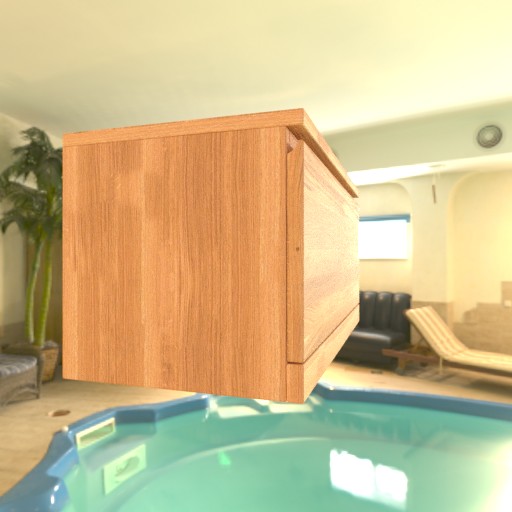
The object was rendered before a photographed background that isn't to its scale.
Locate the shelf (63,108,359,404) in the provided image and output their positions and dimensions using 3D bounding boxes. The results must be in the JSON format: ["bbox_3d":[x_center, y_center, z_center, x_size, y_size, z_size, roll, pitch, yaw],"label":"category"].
[{"bbox_3d":[0.000,0.000,1.039,0.400,0.400,0.800,0,0,18],"label":"shelf"}]
